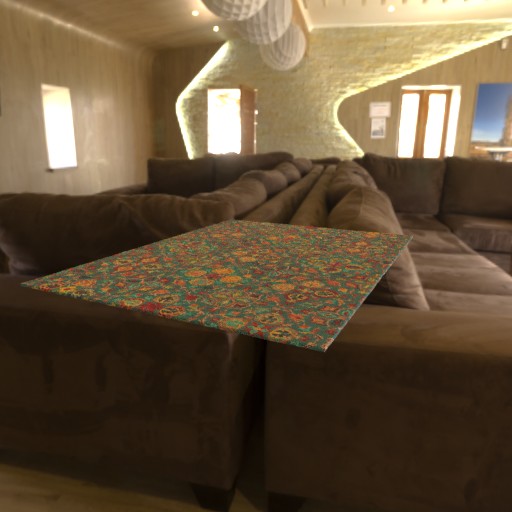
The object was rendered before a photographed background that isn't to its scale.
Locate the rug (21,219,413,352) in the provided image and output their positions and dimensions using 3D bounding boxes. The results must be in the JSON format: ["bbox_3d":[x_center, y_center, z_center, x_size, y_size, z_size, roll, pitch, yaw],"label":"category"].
[{"bbox_3d":[0.000,0.000,4.242,2.434,0.025,3.204,7,16,26],"label":"rug"}]
